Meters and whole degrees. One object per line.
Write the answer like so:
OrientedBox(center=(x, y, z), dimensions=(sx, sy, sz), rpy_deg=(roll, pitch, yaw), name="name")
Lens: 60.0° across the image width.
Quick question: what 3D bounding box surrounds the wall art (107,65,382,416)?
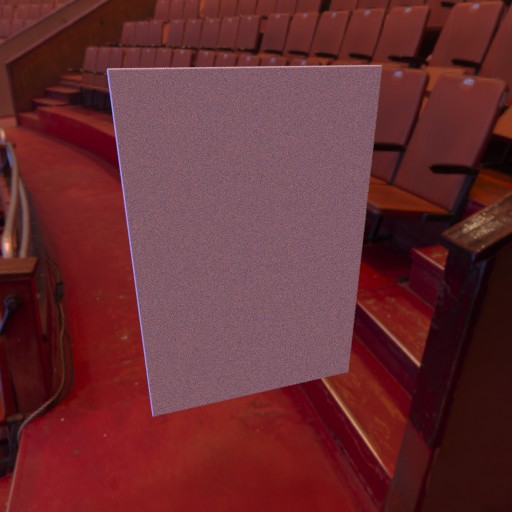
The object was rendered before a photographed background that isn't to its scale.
OrientedBox(center=(0.000, 0.000, 0.614), dimensions=(0.329, 0.482, 0.011), rpy_deg=(-8, 26, -16), name="wall art")
